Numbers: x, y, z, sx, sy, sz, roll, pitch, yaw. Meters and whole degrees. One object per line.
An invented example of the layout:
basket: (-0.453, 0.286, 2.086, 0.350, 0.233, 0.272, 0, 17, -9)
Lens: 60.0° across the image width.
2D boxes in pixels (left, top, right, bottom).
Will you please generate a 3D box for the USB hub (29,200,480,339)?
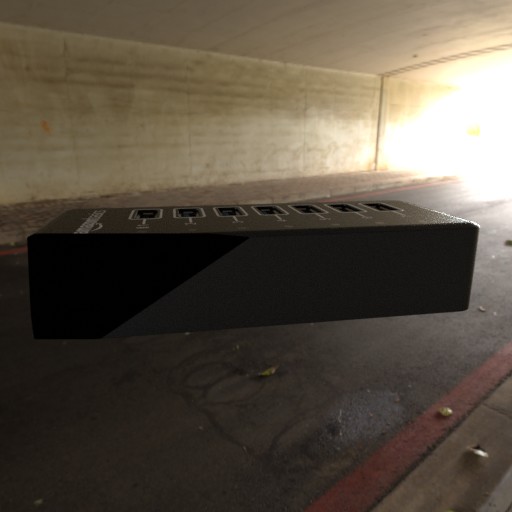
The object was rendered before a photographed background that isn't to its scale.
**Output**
USB hub: (0.000, 0.000, 0.125, 0.110, 0.023, 0.044, -3, 16, -10)
